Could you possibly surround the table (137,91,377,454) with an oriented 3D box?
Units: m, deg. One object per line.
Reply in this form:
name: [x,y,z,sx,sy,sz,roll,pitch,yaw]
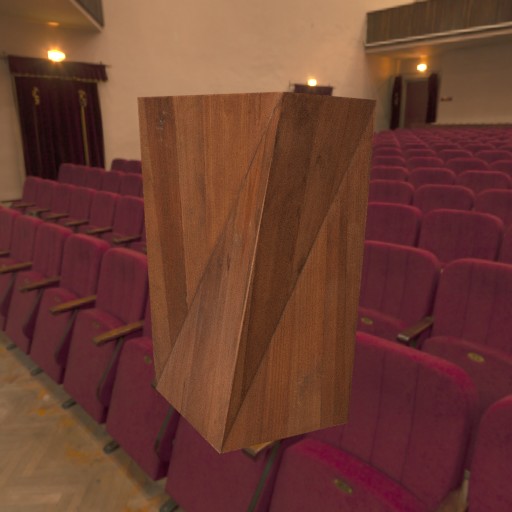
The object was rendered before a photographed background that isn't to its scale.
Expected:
table: [0.000,0.000,0.912,0.425,0.604,0.441,-15,22,-42]
